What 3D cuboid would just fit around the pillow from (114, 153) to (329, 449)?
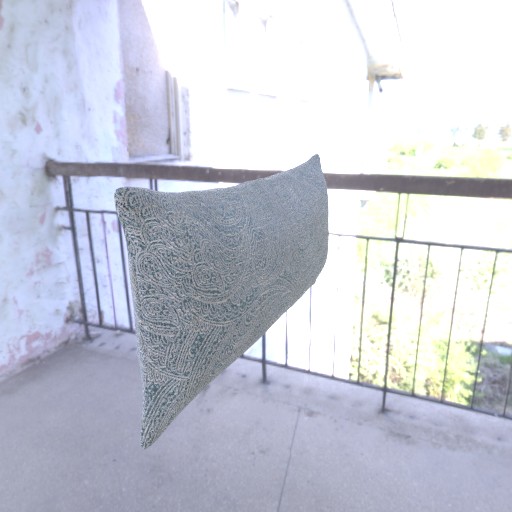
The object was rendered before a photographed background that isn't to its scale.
[{"bbox_3d":[0.000,0.000,0.719,0.151,0.295,0.615,8,18,24],"label":"pillow"}]
